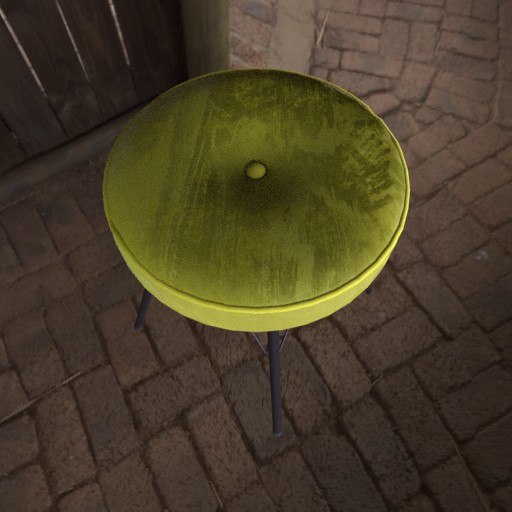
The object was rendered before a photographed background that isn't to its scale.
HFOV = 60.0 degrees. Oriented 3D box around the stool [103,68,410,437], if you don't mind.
[{"bbox_3d":[0.000,0.000,0.801,0.409,0.508,0.409,32,66,16],"label":"stool"}]
